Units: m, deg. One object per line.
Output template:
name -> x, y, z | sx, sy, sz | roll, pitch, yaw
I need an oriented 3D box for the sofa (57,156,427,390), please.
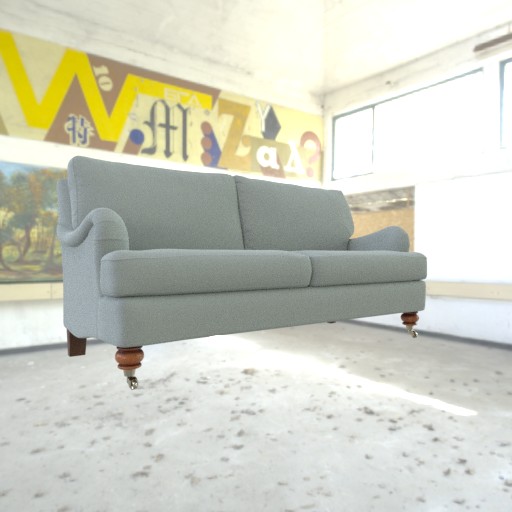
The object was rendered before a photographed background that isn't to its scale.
sofa -> 0.000, 0.000, 2.777 | 2.193, 1.096, 1.069 | 0, 0, -36
